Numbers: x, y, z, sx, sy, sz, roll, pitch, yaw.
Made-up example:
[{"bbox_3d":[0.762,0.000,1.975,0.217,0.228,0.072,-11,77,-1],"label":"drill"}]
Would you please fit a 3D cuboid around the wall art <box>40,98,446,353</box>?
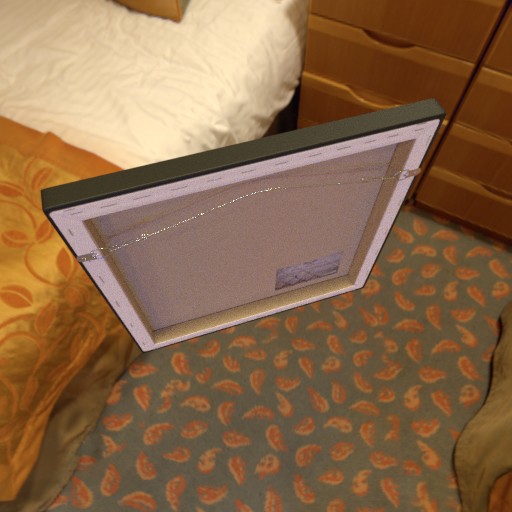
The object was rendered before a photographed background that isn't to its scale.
[{"bbox_3d":[0.000,0.000,0.906,0.610,0.611,0.043,-15,61,-9],"label":"wall art"}]
